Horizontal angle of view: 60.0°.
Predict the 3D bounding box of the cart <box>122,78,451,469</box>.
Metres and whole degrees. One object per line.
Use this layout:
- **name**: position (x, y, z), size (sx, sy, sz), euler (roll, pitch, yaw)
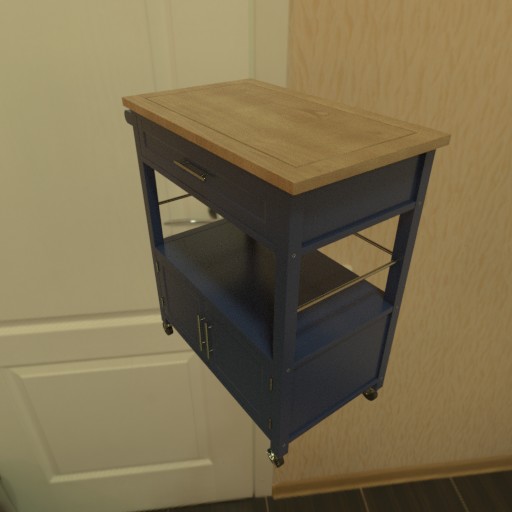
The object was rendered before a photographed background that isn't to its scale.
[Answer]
- **cart**: position (0.000, 0.000, 1.395), size (0.459, 0.901, 0.840), euler (-22, 38, -30)
